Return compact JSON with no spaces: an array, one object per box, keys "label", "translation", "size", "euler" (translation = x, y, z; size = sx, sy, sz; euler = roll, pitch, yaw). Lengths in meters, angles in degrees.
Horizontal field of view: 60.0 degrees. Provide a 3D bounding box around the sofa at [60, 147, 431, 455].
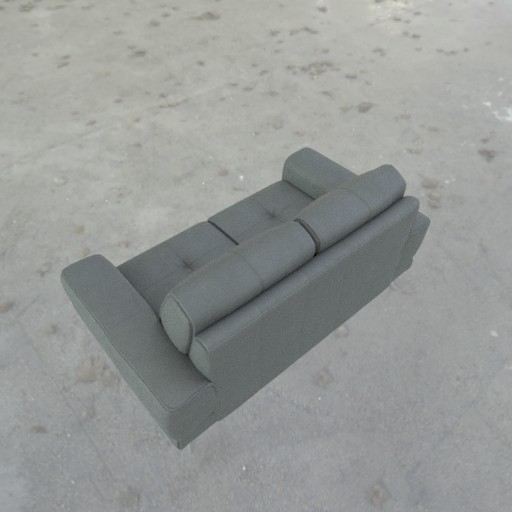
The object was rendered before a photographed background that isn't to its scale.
[{"label":"sofa","translation":[0.000,0.000,2.416],"size":[1.806,0.907,1.018],"euler":[-32,54,-27]}]
